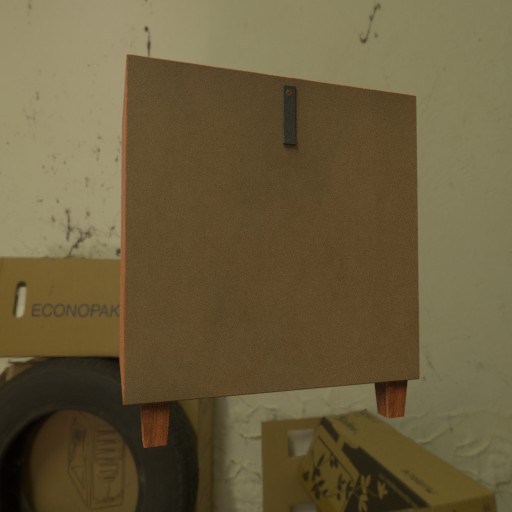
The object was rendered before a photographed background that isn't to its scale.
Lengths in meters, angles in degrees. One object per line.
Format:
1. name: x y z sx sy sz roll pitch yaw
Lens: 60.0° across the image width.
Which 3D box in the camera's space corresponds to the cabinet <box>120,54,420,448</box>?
1. cabinet: 0.000 0.000 1.051 0.607 0.695 0.410 1 -2 -18
